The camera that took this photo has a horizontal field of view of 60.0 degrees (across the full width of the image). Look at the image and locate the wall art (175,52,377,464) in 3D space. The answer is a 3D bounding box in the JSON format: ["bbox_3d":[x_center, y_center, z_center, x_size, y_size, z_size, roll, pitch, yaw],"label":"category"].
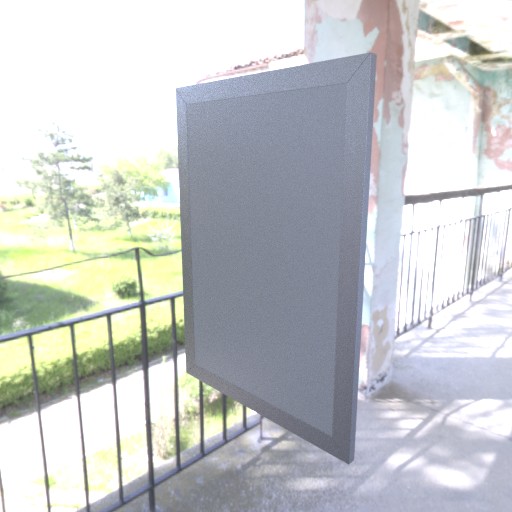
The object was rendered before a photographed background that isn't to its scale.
[{"bbox_3d":[0.000,0.000,0.688,0.013,0.529,0.376,-12,18,-44],"label":"wall art"}]
